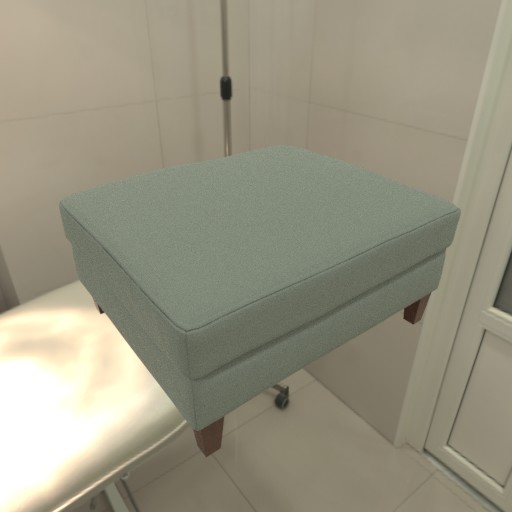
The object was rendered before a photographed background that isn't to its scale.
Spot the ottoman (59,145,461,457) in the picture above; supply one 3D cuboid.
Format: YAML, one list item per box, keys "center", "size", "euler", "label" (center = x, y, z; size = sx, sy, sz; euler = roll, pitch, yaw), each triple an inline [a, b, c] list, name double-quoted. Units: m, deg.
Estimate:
- center: [0.000, 0.000, 1.476]
  size: [0.991, 0.494, 0.842]
  euler: [-21, 37, -32]
  label: "ottoman"
